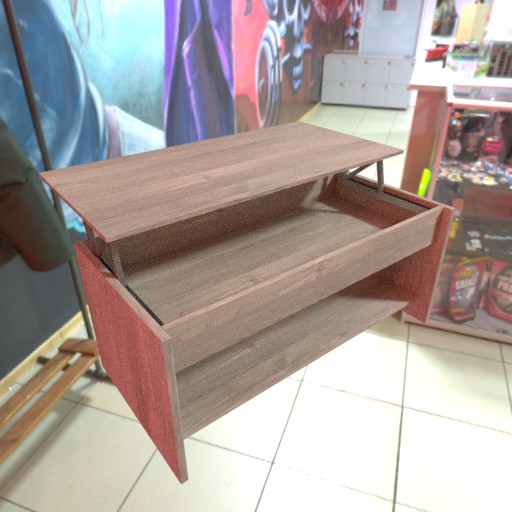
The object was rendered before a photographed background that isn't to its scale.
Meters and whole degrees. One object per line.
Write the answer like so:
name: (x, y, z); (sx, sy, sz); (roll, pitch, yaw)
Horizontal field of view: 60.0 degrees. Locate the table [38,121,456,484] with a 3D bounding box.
table: (0.000, 0.000, 1.412); (1.000, 0.570, 0.712); (-21, 36, -32)
